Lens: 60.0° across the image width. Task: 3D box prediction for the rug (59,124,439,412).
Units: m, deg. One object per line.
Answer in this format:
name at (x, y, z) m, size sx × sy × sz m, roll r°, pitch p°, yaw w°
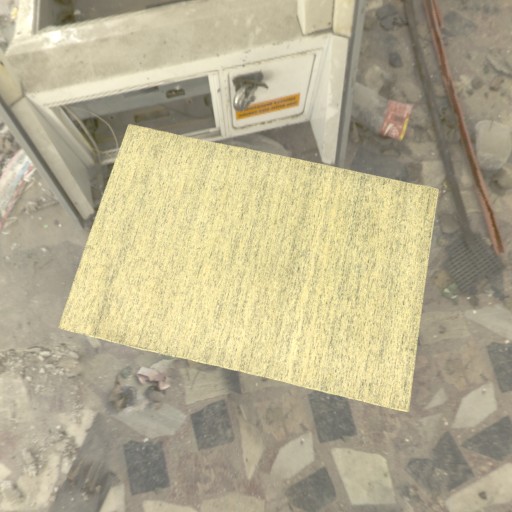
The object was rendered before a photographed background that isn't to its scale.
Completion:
rug at (0.000, 0.000, 2.965) m, size 2.263 × 0.017 × 1.523 m, roll 13°, pitch 75°, yaw 3°
